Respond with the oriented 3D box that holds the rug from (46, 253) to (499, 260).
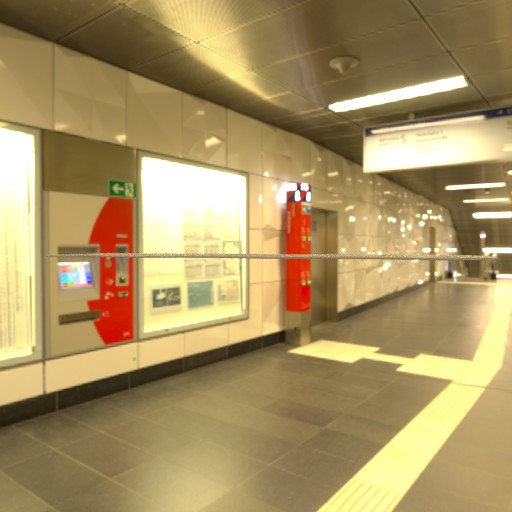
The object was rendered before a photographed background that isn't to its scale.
[{"bbox_3d":[0.000,0.000,2.350,2.182,0.015,0.645,0,1,18],"label":"rug"}]
